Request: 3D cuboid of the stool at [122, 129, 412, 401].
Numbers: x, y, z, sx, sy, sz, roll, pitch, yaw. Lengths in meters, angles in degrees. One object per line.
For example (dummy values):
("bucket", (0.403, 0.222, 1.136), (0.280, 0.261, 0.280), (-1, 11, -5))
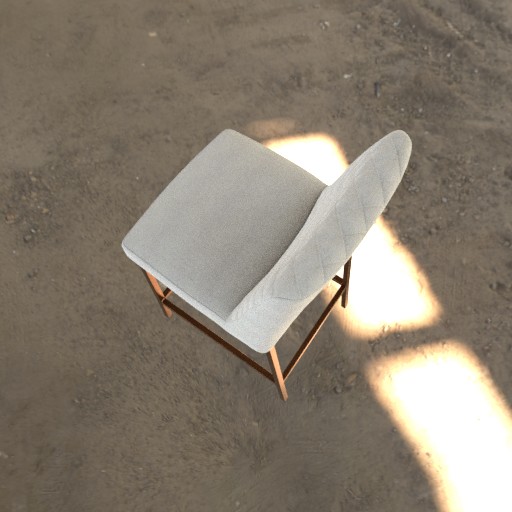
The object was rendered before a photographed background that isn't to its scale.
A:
("stool", (0.000, 0.000, 1.321), (0.576, 0.973, 0.507), (32, 69, 14))
